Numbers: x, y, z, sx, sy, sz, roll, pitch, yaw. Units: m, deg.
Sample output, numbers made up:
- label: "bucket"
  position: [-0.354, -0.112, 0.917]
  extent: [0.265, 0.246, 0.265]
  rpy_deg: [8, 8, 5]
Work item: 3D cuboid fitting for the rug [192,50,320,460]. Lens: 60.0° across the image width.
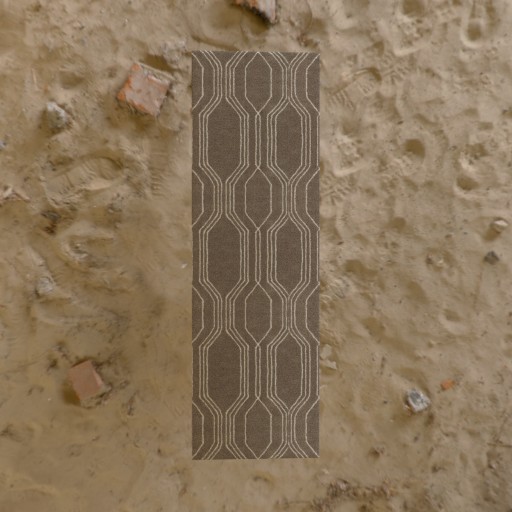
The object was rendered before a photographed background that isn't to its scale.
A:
- label: "rug"
  position: [0.000, 0.000, 2.682]
  extent: [0.773, 0.012, 2.464]
  rpy_deg: [0, 90, -2]
